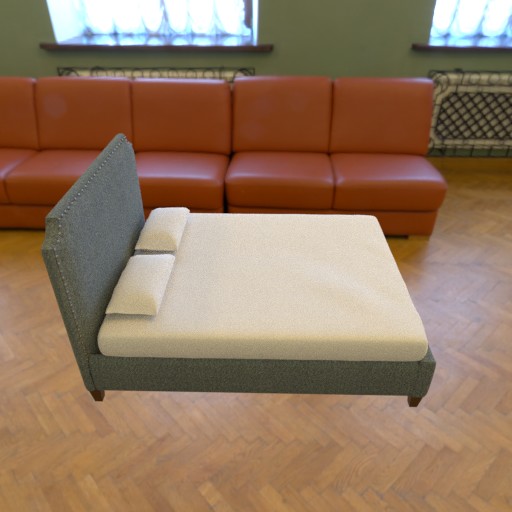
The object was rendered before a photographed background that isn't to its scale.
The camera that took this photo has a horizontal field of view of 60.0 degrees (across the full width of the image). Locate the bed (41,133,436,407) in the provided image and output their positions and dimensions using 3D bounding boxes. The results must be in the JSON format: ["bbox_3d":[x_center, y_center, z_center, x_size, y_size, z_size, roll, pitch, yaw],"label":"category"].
[{"bbox_3d":[0.000,0.000,3.415,2.372,1.443,1.712,1,34,1],"label":"bed"}]
